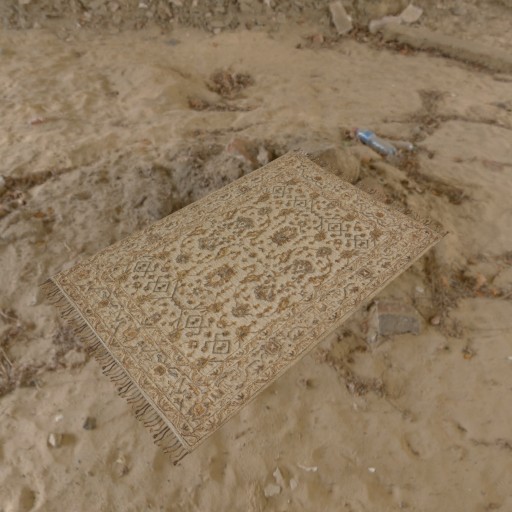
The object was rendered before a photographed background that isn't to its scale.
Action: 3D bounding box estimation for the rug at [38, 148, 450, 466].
[{"bbox_3d":[0.000,0.000,3.032,2.434,0.027,1.529,-33,54,-28],"label":"rug"}]
